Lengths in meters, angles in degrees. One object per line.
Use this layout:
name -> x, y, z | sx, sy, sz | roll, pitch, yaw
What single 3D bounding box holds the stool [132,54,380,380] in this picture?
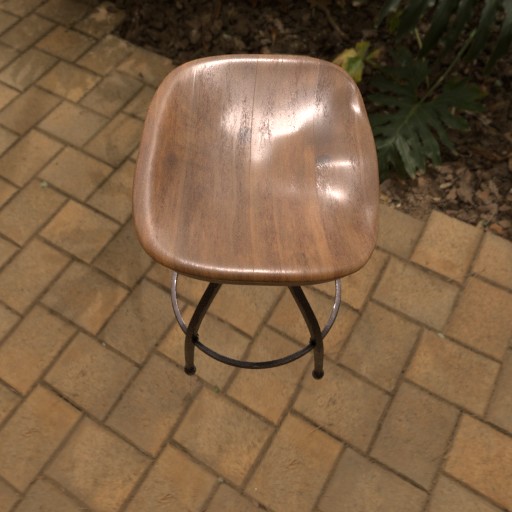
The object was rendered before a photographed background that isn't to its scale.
stool -> 0.000, 0.000, 0.972 | 0.424, 0.694, 0.432 | 2, 62, 1
